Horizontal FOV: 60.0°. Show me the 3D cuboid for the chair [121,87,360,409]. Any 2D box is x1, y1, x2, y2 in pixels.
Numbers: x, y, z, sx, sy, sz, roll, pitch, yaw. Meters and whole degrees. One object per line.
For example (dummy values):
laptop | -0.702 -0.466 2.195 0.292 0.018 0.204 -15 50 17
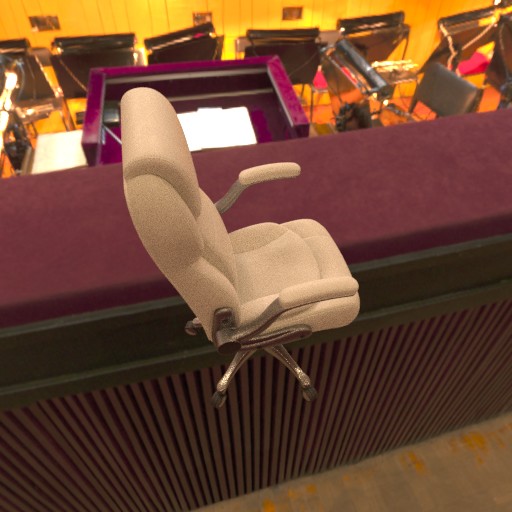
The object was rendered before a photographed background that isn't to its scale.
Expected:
chair | 0.000 0.000 1.786 0.806 1.330 0.755 -9 48 -9
